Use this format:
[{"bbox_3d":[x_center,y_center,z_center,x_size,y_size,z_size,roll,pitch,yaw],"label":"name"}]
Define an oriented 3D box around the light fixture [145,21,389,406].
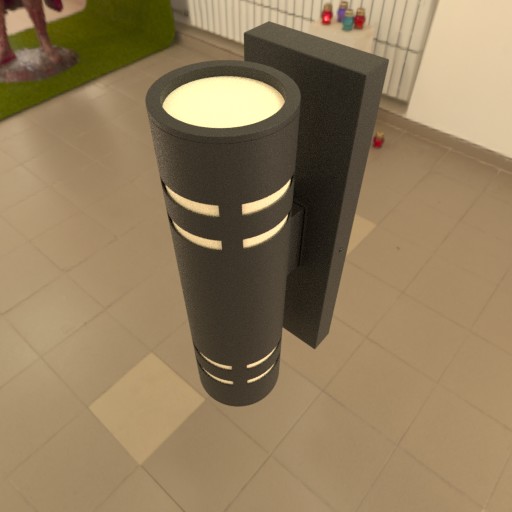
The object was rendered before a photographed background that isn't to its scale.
[{"bbox_3d":[0.000,0.000,0.396,0.105,0.330,0.149,32,55,26],"label":"light fixture"}]
